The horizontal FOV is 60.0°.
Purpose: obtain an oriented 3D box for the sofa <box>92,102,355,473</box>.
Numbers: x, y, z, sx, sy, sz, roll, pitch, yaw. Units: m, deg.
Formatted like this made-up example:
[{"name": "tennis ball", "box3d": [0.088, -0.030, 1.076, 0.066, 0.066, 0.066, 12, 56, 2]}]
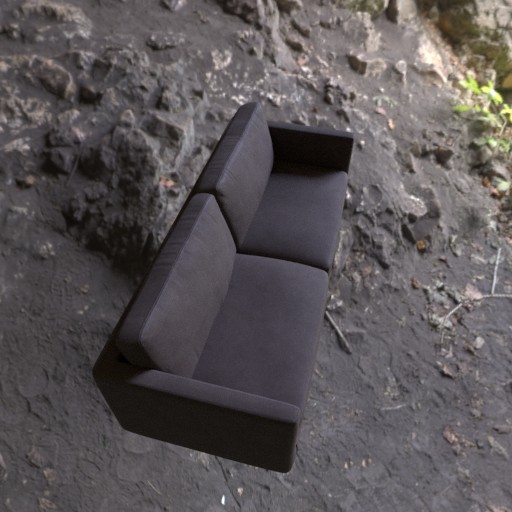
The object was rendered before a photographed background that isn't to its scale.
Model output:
[{"name": "sofa", "box3d": [0.000, 0.000, 2.745, 0.951, 0.965, 2.208, 11, 49, 10]}]
